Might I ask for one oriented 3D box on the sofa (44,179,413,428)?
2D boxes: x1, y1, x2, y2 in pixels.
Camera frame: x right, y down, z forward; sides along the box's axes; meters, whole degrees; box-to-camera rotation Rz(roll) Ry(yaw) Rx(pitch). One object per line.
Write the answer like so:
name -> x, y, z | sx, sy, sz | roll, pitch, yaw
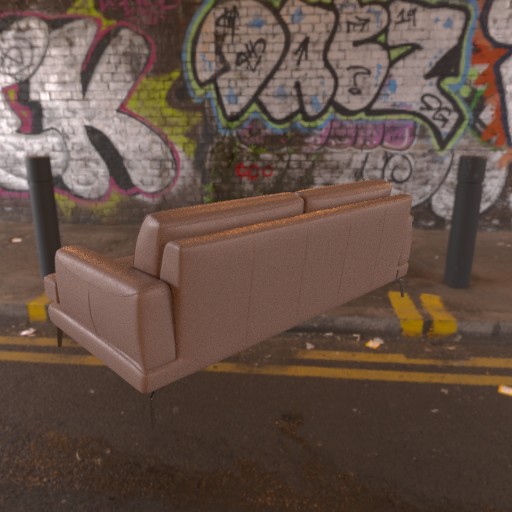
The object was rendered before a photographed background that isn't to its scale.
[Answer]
sofa -> 0.000, 0.000, 2.434 | 1.940, 0.765, 0.974 | -15, 22, -42
